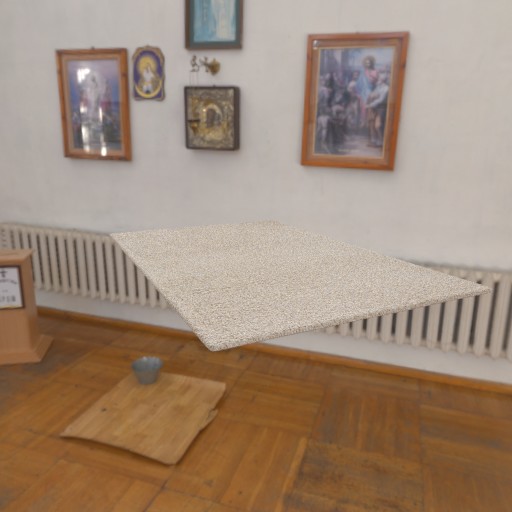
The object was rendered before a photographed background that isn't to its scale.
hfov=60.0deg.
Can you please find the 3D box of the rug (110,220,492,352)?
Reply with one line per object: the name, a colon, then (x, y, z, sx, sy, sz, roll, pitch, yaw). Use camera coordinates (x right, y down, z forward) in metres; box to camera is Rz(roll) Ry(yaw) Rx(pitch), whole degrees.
rug: (0.000, 0.000, 3.426, 1.778, 0.030, 2.743, -7, 16, -25)
